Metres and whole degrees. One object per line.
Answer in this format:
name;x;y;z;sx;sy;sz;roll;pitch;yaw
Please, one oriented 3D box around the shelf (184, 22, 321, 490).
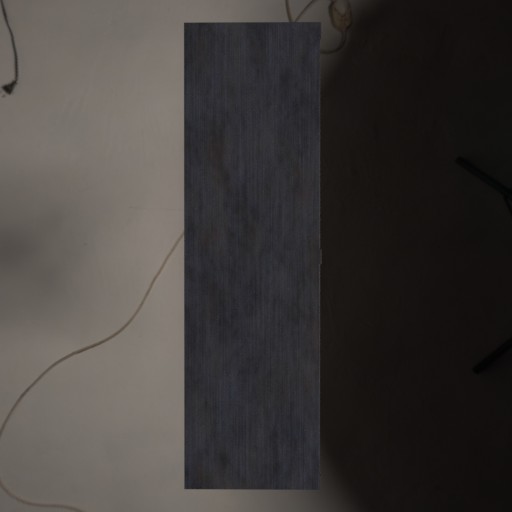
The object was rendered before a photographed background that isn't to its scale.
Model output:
shelf;0.000;0.000;1.853;0.479;0.719;1.575;0;90;0
